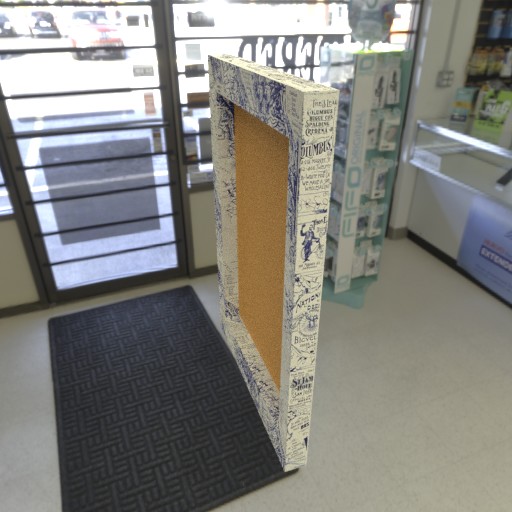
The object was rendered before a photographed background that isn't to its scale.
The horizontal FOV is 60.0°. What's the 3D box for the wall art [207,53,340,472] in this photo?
[{"bbox_3d":[0.000,0.000,0.762,0.040,0.601,0.408,-10,31,-17],"label":"wall art"}]
